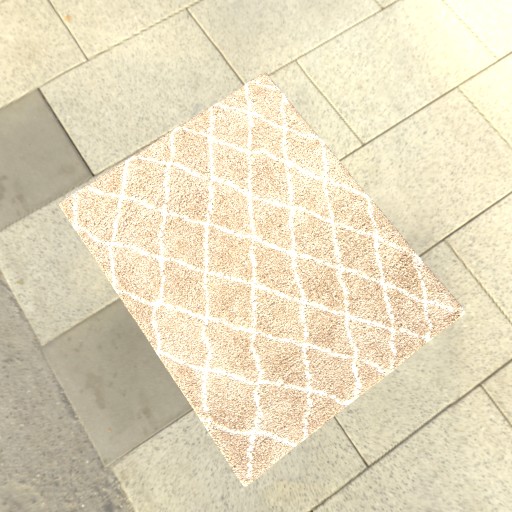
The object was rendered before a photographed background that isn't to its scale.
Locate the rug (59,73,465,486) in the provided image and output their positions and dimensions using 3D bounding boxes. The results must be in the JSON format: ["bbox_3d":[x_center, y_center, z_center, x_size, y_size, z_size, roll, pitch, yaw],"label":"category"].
[{"bbox_3d":[0.000,0.000,4.086,2.438,0.029,3.047,-35,79,-8],"label":"rug"}]
